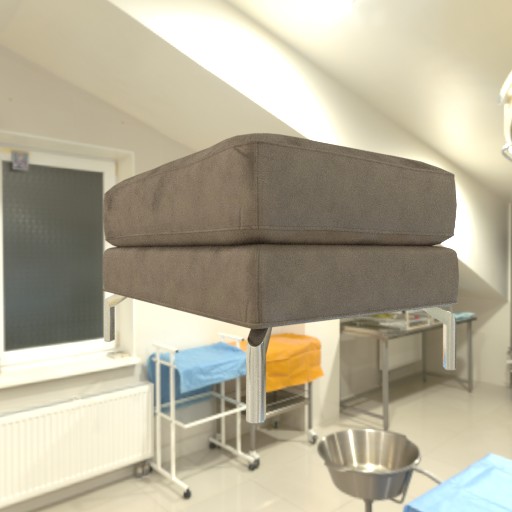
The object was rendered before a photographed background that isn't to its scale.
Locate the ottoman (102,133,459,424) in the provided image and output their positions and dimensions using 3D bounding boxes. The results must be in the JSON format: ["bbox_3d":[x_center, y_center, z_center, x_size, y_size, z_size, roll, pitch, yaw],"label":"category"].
[{"bbox_3d":[0.000,0.000,1.039,0.520,0.456,0.719,0,1,-35],"label":"ottoman"}]
